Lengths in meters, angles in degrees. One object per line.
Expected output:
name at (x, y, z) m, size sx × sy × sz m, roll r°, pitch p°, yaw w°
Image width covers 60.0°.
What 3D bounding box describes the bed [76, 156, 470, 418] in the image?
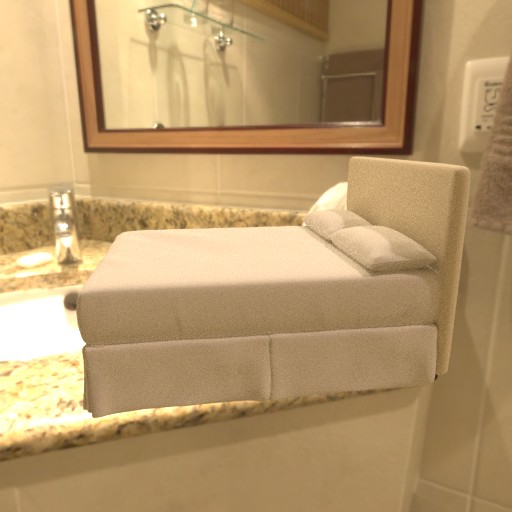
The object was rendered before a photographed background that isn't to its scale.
bed at (0.000, 0.000, 3.148) m, size 2.147 × 1.330 × 1.714 m, roll -2°, pitch 15°, yaw -8°
